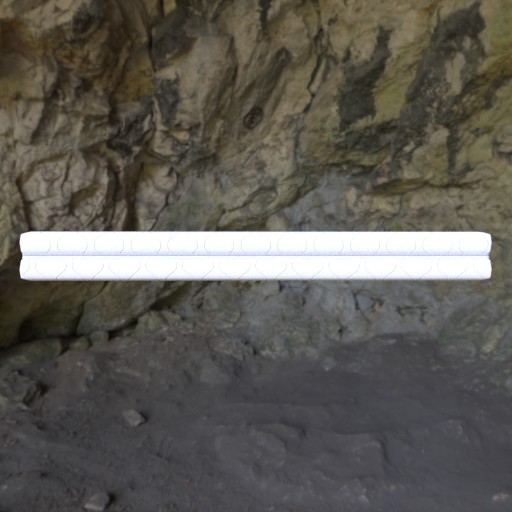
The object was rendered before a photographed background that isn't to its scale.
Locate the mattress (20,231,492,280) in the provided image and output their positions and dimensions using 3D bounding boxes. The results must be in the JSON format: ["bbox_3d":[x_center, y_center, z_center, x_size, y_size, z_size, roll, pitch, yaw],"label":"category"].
[{"bbox_3d":[0.000,0.000,2.227,1.900,0.200,0.900,0,0,-1],"label":"mattress"}]
